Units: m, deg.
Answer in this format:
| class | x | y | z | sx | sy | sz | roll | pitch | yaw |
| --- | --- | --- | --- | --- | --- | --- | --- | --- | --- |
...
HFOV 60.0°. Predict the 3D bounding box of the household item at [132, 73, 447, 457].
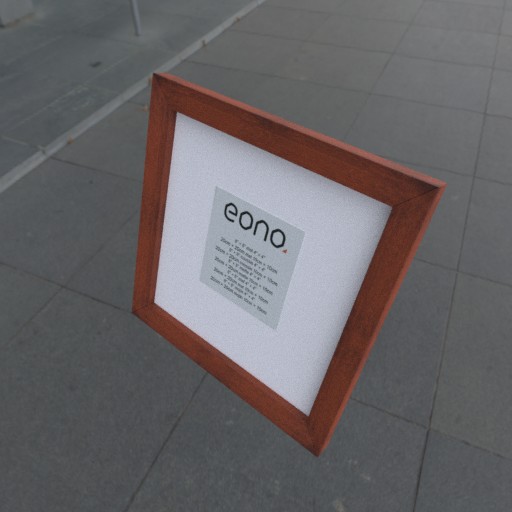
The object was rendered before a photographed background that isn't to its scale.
| class | x | y | z | sx | sy | sz | roll | pitch | yaw |
| --- | --- | --- | --- | --- | --- | --- | --- | --- | --- |
| household item | 0.000 | 0.000 | 0.380 | 0.240 | 0.240 | 0.131 | 30 | 53 | 26 |
